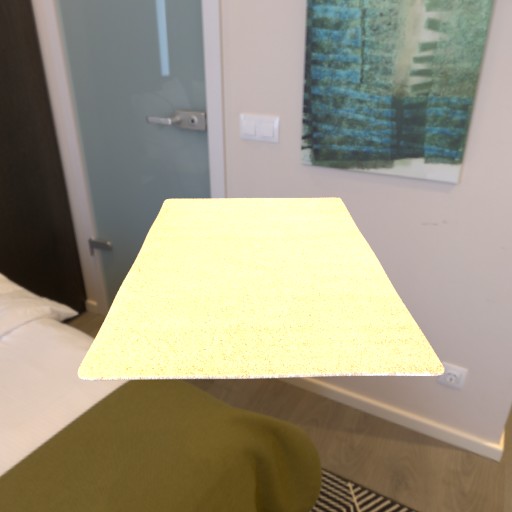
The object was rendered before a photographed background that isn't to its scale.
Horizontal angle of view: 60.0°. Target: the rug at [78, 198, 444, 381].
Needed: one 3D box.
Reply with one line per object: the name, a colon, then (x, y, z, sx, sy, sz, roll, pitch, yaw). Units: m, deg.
rug: (0.000, 0.000, 3.352, 1.798, 0.025, 2.698, -1, 26, -1)
